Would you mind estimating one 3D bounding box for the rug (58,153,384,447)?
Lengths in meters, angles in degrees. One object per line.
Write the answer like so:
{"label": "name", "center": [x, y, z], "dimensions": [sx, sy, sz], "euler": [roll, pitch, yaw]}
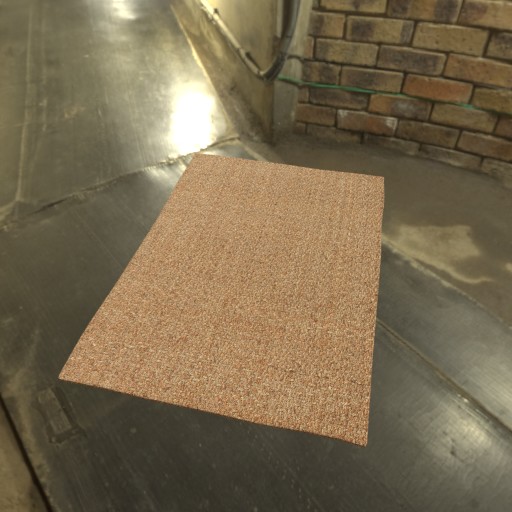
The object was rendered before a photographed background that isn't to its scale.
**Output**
{"label": "rug", "center": [0.000, 0.000, 2.826], "dimensions": [1.566, 0.013, 2.141], "euler": [9, 46, 9]}
